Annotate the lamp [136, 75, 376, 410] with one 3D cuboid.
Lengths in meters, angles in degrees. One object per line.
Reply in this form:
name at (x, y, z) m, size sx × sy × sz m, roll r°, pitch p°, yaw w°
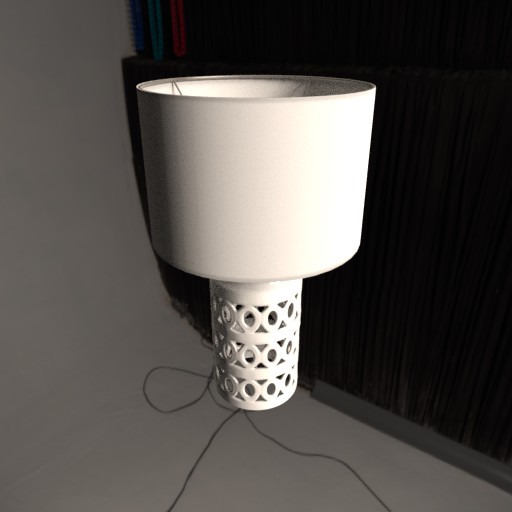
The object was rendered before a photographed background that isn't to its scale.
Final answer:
lamp at (0.000, 0.000, 0.692) m, size 0.310 × 0.502 × 0.310 m, roll 0°, pitch 26°, yaw 0°
